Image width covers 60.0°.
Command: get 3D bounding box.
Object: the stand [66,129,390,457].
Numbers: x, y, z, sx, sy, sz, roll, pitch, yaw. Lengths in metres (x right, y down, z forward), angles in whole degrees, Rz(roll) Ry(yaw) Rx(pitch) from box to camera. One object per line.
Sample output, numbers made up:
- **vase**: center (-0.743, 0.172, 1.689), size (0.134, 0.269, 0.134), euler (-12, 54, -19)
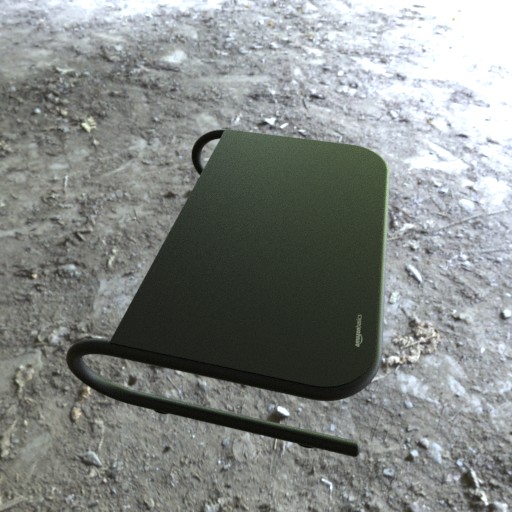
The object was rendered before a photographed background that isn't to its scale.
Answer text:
- **stand**: center (0.000, 0.000, 0.518), size (0.280, 0.108, 0.370), euler (10, 47, 9)
